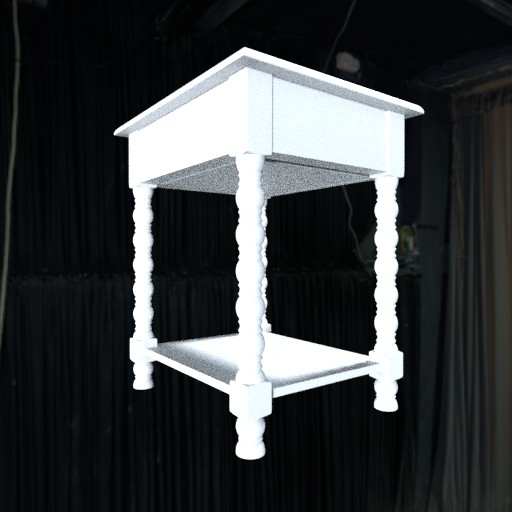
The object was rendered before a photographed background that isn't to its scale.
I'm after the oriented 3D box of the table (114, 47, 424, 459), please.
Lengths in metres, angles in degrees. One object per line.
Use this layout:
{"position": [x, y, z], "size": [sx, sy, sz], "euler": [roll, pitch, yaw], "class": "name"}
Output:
{"position": [0.000, 0.000, 0.836], "size": [0.381, 0.531, 0.460], "euler": [0, 1, -37], "class": "table"}
